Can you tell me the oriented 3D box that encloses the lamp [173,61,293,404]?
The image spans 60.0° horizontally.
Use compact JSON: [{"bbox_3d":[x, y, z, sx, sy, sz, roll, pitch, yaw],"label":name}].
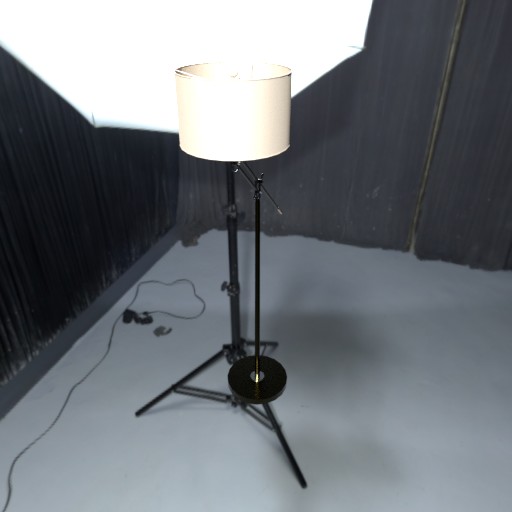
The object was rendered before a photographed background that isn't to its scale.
[{"bbox_3d":[0.000,0.000,1.991,0.373,1.635,0.809,10,33,16],"label":"lamp"}]
